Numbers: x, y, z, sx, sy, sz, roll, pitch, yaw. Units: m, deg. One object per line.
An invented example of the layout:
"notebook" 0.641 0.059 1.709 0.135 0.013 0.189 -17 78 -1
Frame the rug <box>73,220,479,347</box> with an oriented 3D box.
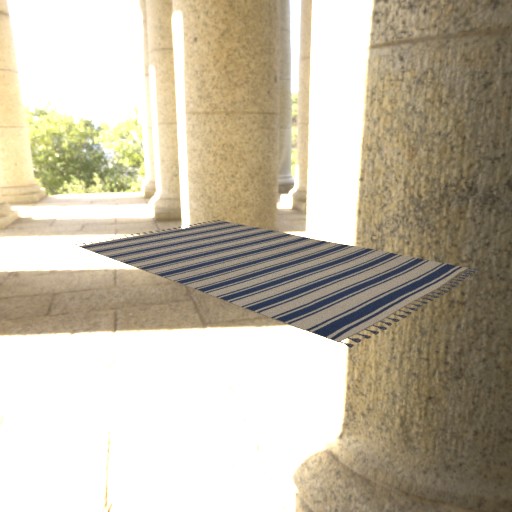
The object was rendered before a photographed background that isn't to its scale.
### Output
"rug" 0.000 0.000 2.590 2.108 0.009 1.248 14 20 42
